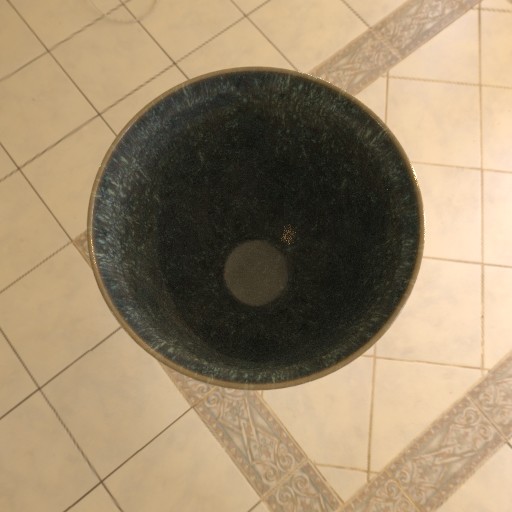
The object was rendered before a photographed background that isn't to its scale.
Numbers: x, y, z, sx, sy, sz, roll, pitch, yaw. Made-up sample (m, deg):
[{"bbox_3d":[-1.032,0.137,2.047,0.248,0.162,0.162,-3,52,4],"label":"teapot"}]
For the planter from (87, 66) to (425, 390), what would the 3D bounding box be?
[{"bbox_3d":[0.000,0.000,0.359,0.195,0.214,0.195,0,77,0],"label":"planter"}]
